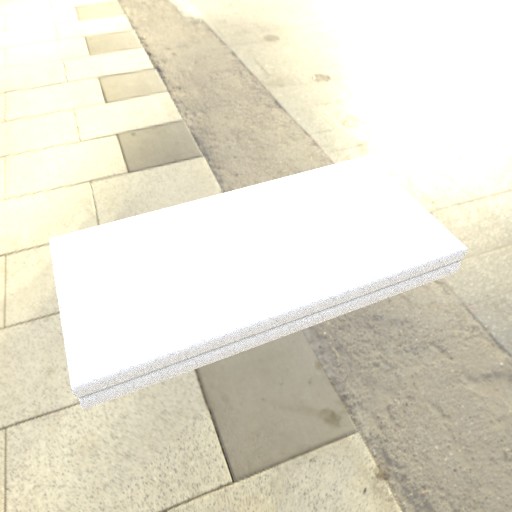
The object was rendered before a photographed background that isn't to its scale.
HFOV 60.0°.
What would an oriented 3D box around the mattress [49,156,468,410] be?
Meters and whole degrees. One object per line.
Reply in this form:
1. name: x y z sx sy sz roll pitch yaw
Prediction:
1. mattress: 0.000 0.000 2.270 1.900 0.200 0.900 -17 48 -16
